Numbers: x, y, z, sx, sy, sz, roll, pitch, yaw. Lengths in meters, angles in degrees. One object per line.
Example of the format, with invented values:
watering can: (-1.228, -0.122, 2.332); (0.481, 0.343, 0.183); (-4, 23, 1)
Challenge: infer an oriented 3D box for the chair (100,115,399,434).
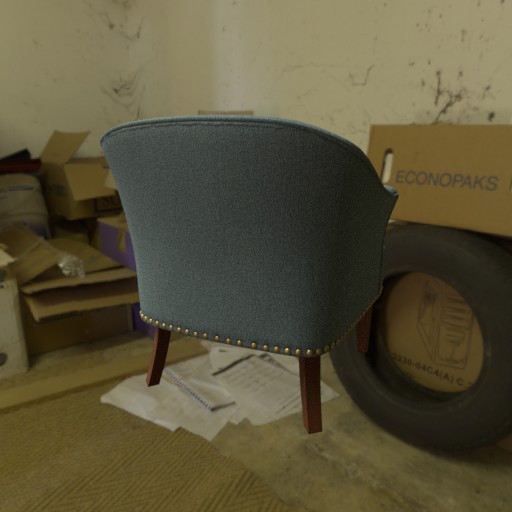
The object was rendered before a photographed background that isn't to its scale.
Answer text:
chair: (0.000, 0.000, 1.392); (0.772, 0.815, 0.704); (7, 17, 25)
